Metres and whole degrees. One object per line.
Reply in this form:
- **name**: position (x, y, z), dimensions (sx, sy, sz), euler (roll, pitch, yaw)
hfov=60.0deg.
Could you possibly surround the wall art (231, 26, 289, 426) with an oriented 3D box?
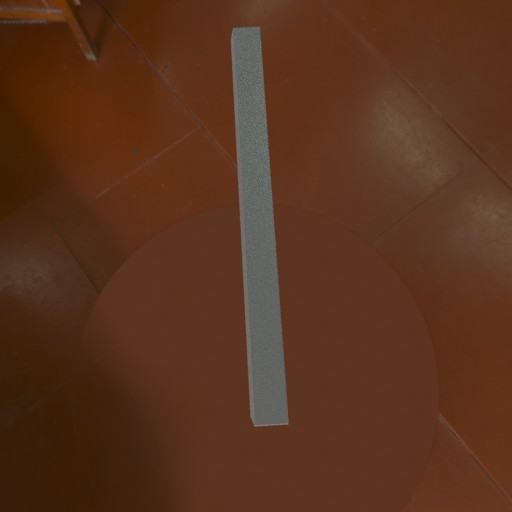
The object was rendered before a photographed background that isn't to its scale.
- **wall art**: position (0.000, 0.000, 0.536), dimensions (0.028, 0.349, 0.349), euler (-3, 75, -1)
